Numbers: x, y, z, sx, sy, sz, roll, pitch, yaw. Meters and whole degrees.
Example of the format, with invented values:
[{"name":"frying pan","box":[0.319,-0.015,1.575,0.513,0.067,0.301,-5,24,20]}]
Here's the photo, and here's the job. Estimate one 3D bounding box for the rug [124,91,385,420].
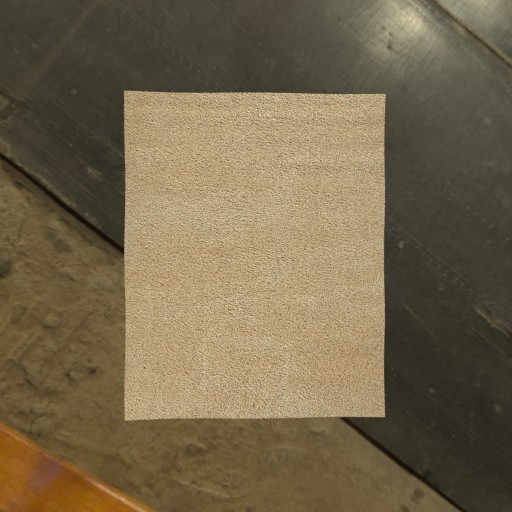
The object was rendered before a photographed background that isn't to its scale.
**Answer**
[{"name":"rug","box":[0.000,0.000,4.082,2.400,0.025,3.000,0,90,-2]}]
